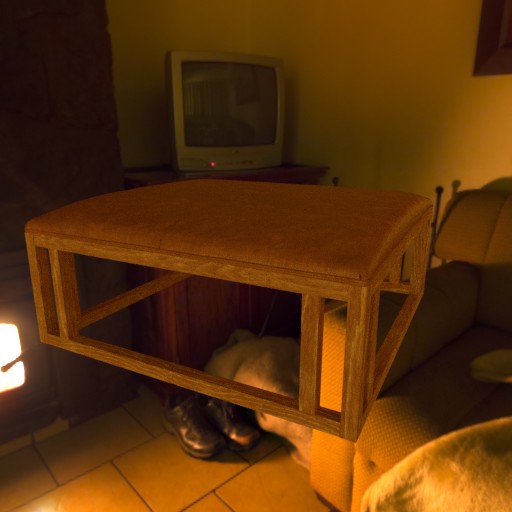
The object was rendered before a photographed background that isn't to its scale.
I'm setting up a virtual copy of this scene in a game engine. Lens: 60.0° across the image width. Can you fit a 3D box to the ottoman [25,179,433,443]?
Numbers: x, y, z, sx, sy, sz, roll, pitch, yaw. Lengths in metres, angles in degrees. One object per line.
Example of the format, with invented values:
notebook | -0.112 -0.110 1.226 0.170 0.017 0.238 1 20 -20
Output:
ottoman | 0.000 0.000 1.541 1.016 0.442 1.013 8 18 26
